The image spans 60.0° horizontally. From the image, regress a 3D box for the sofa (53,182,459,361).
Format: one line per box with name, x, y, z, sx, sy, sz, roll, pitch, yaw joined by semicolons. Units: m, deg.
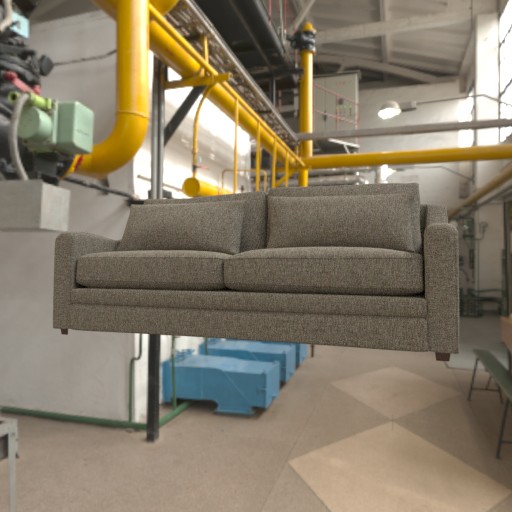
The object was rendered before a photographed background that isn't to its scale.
sofa;0.000;0.000;2.931;2.418;0.998;1.103;0;0;18
